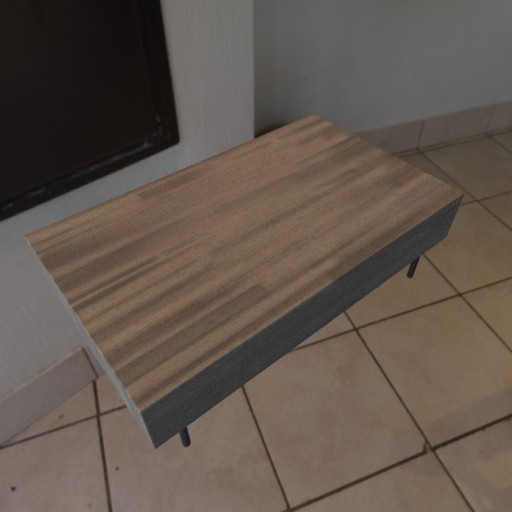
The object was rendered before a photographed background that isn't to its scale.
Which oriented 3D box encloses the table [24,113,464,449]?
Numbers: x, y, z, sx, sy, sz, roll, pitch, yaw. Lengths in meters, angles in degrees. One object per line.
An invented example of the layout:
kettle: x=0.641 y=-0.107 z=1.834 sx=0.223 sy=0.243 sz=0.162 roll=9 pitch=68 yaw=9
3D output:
table: x=0.000 y=0.000 z=1.379 sx=1.088 sy=0.347 sz=0.643 roll=-30 pitch=52 yaw=-27
